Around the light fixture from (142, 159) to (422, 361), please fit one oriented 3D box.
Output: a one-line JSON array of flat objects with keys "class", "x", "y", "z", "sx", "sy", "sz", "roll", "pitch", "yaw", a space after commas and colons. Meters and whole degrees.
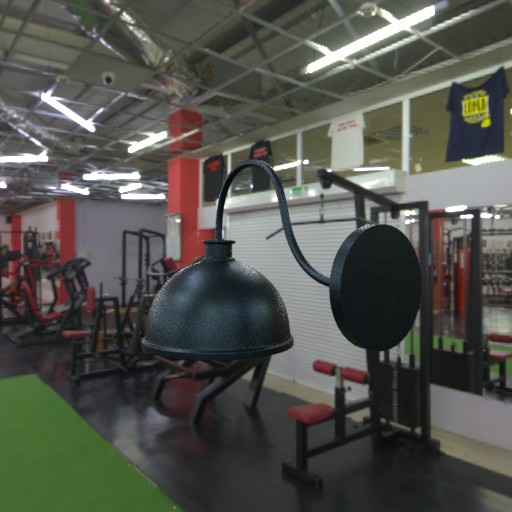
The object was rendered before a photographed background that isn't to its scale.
[{"class": "light fixture", "x": 0.000, "y": 0.000, "z": 0.663, "sx": 0.253, "sy": 0.295, "sz": 0.467, "roll": 0, "pitch": 0, "yaw": -36}]
